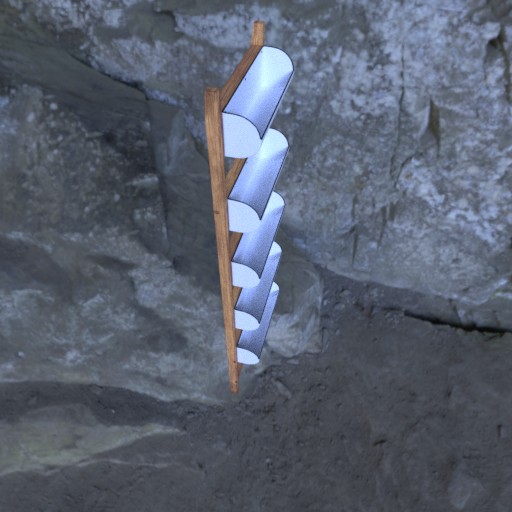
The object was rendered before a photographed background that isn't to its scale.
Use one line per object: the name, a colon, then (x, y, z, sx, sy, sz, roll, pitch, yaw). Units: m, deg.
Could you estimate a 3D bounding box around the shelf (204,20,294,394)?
shelf: (0.000, 0.000, 1.773, 0.141, 1.600, 0.454, 11, 49, 10)
